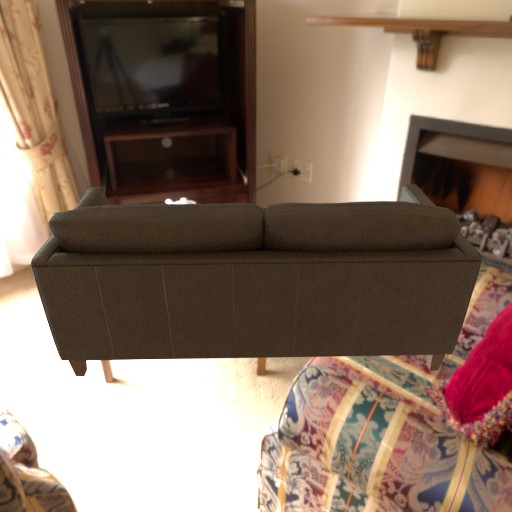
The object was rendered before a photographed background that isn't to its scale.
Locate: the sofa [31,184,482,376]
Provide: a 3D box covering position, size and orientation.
[{"bbox_3d":[0.000,0.000,2.412,1.971,0.863,0.933,-1,30,-1],"label":"sofa"}]
